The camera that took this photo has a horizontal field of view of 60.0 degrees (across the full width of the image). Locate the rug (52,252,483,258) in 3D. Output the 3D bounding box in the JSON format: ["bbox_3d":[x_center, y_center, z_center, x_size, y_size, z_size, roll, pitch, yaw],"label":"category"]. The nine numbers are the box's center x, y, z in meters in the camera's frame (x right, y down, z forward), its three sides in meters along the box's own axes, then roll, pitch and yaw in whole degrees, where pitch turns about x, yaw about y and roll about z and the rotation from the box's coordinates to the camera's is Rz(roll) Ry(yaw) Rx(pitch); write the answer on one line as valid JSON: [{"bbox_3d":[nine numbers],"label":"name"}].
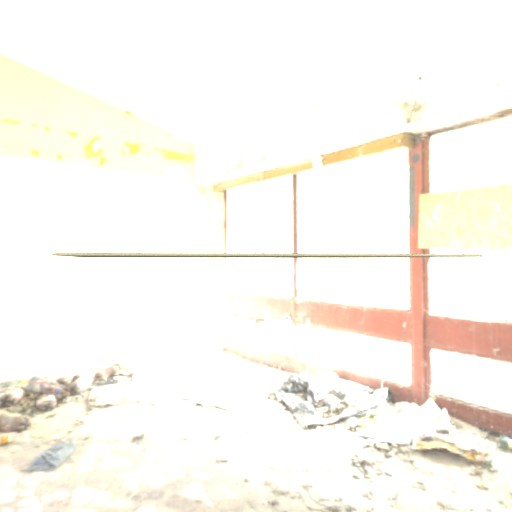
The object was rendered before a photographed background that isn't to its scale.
[{"bbox_3d":[0.000,0.000,2.373,1.831,0.012,1.213,0,-1,-16],"label":"rug"}]
